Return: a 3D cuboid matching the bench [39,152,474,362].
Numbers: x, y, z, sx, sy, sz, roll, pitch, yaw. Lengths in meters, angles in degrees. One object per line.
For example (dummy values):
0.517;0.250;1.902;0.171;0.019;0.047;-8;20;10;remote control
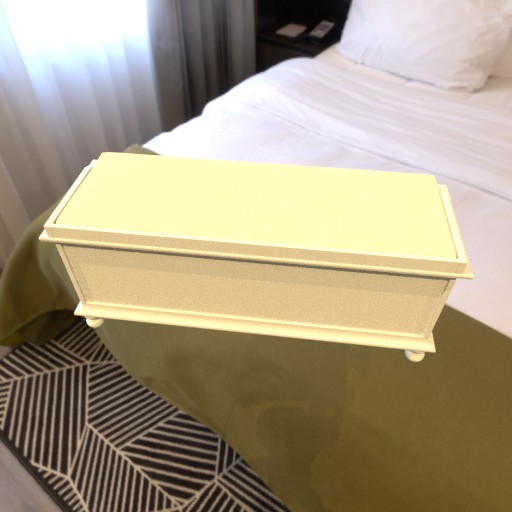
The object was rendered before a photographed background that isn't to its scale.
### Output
0.000;0.000;1.474;1.185;0.486;0.402;5;45;5;bench
